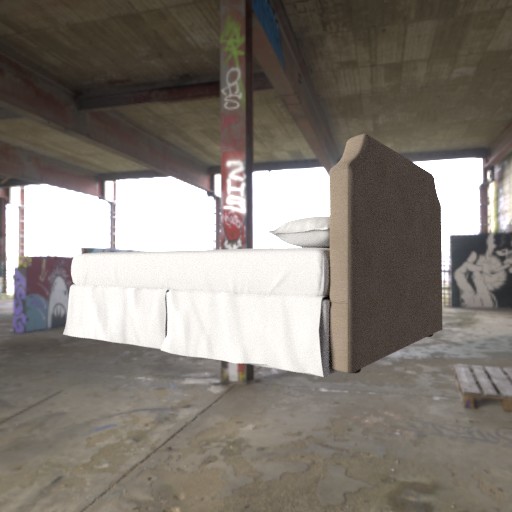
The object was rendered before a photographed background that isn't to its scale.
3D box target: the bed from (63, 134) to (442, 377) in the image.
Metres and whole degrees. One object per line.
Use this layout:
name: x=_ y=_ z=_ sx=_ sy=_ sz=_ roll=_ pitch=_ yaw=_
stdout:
bed: x=0.000 y=0.000 z=3.660 sx=2.498 sy=1.293 sz=1.977 roll=-1 pitch=-1 yaw=36
